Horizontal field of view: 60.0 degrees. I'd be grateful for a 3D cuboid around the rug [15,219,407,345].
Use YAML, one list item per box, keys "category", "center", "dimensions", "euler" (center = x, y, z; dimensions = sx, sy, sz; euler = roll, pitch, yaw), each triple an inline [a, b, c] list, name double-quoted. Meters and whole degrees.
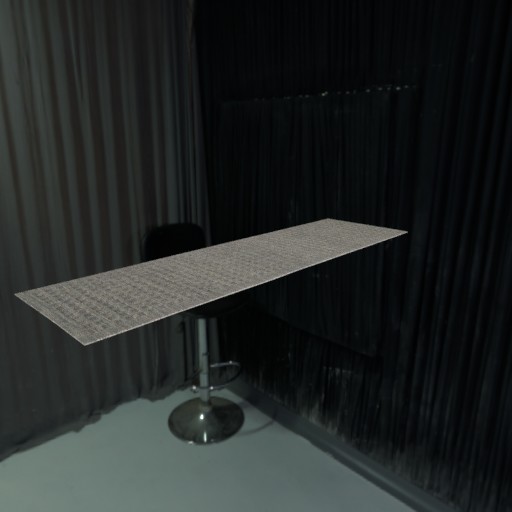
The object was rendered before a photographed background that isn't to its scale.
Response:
- category: "rug"
  center: [0.000, 0.000, 2.632]
  dimensions: [0.706, 0.009, 2.443]
  euler: [15, 22, 42]
